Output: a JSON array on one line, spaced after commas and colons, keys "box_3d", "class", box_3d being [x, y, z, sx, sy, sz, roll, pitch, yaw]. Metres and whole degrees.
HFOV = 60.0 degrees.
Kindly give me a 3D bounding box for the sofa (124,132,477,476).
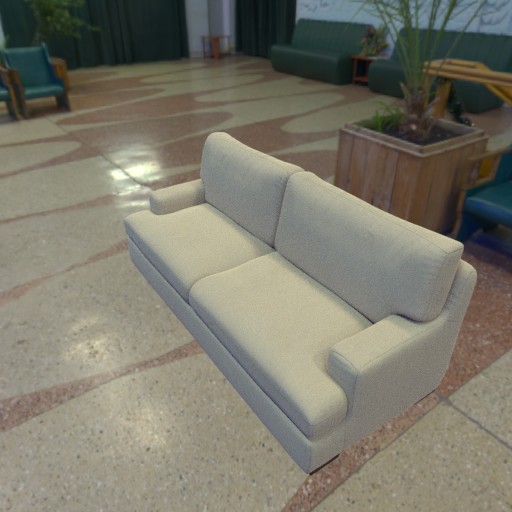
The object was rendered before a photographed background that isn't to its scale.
[{"box_3d": [0.000, 0.000, 2.618, 0.929, 0.925, 2.147, -19, 37, -28], "class": "sofa"}]
